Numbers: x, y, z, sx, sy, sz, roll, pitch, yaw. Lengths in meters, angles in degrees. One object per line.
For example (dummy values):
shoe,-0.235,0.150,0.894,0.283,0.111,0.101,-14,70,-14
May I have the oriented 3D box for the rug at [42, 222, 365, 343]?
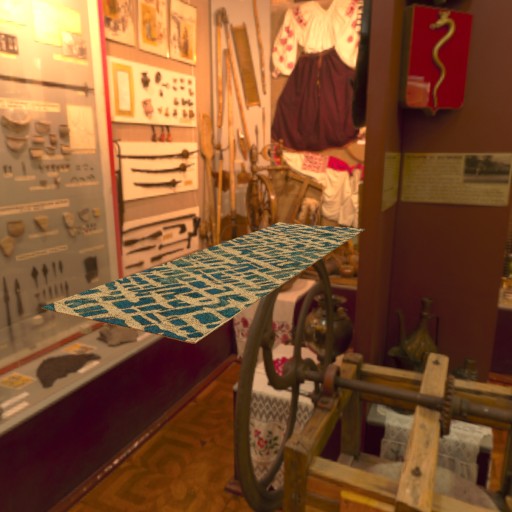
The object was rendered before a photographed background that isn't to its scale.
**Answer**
rug,0.000,0.000,2.737,0.768,0.011,2.446,7,15,26
